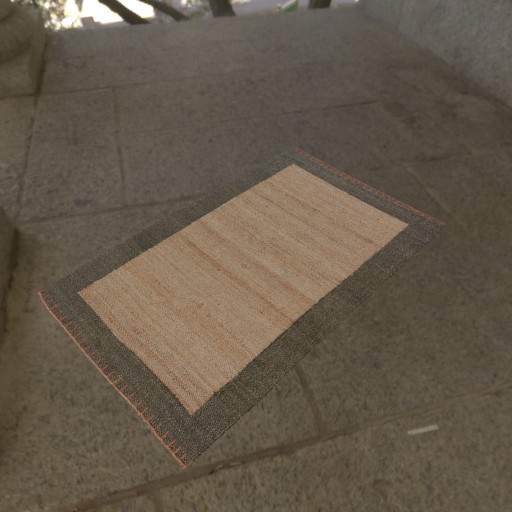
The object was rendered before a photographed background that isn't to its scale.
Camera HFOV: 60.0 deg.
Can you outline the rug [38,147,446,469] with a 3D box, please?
[{"bbox_3d":[0.000,0.000,3.001,2.435,0.006,1.521,-35,55,-30],"label":"rug"}]
